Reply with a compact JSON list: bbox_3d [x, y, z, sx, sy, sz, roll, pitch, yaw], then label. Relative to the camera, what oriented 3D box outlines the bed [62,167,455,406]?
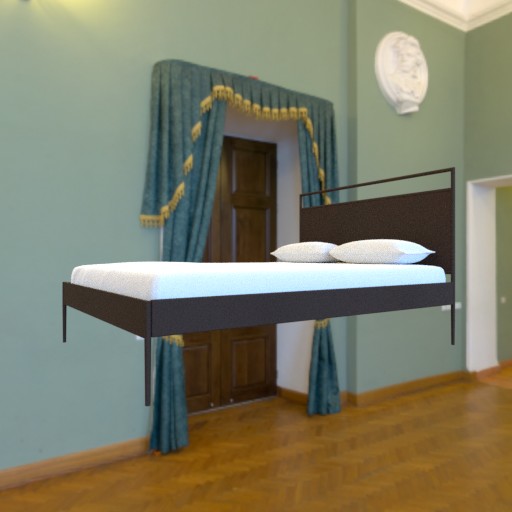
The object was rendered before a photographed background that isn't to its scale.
[{"bbox_3d":[0.000,0.000,2.971,2.122,1.173,1.572,0,0,-35],"label":"bed"}]
